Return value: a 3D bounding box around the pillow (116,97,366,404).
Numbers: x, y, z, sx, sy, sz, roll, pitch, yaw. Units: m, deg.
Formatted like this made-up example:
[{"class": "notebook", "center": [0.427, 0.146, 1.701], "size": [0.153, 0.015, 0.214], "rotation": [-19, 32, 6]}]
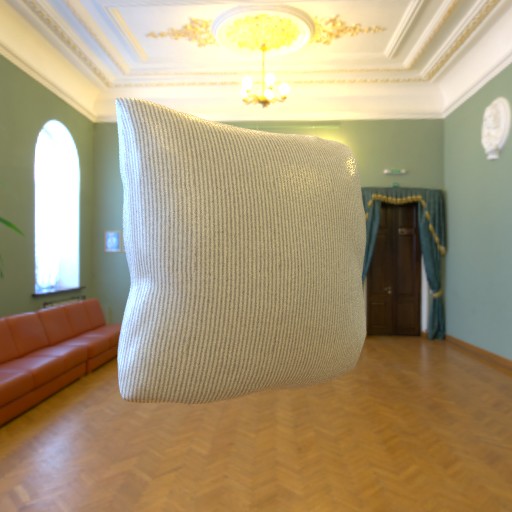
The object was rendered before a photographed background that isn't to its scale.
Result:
[{"class": "pillow", "center": [0.000, 0.000, 0.708], "size": [0.387, 0.432, 0.310], "rotation": [0, -1, 1]}]
